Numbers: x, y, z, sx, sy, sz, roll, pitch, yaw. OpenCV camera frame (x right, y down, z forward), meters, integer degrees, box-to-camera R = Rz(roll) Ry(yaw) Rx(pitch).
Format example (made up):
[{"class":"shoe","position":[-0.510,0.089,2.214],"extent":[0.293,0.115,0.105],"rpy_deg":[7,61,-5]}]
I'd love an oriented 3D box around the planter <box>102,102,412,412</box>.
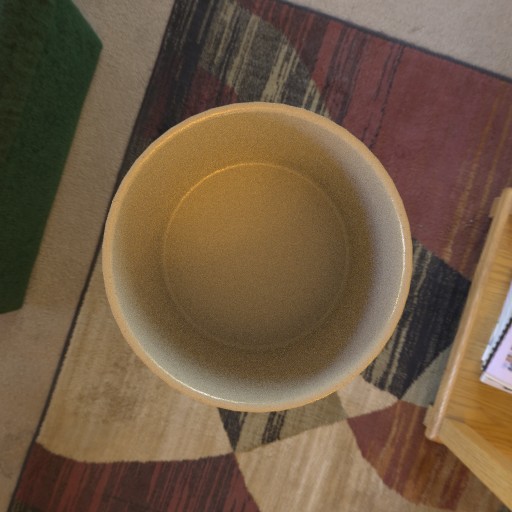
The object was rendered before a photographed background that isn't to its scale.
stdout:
[{"class":"planter","position":[0.000,0.000,0.525],"extent":[0.249,0.343,0.249],"rpy_deg":[0,90,-1]}]
